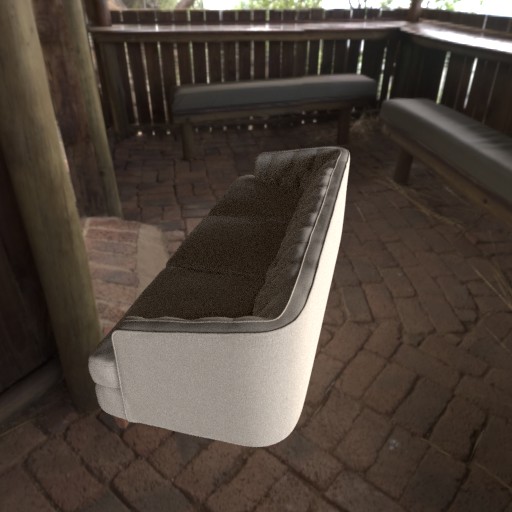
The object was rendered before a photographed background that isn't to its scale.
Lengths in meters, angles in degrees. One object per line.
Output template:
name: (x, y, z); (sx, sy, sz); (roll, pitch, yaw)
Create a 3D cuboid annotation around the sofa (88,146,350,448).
sofa: (0.000, 0.000, 2.699); (0.913, 0.788, 2.235); (8, 32, 13)
